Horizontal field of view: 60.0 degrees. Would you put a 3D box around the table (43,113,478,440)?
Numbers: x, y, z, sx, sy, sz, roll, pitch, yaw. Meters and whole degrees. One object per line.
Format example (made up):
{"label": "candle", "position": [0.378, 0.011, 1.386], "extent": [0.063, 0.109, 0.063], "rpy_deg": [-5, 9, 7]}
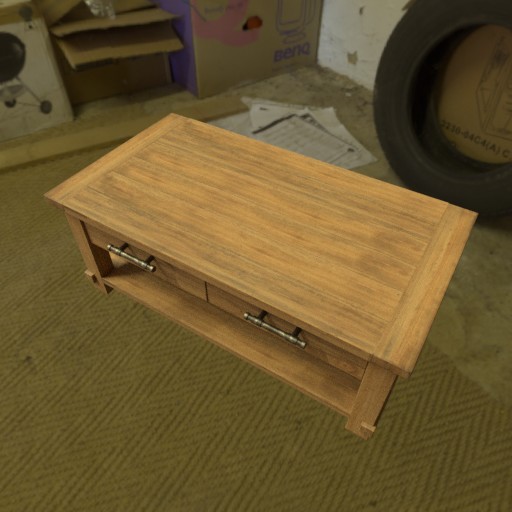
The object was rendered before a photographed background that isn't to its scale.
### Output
{"label": "table", "position": [0.000, 0.000, 1.635], "extent": [1.270, 0.494, 0.693], "rpy_deg": [24, 50, 22]}
